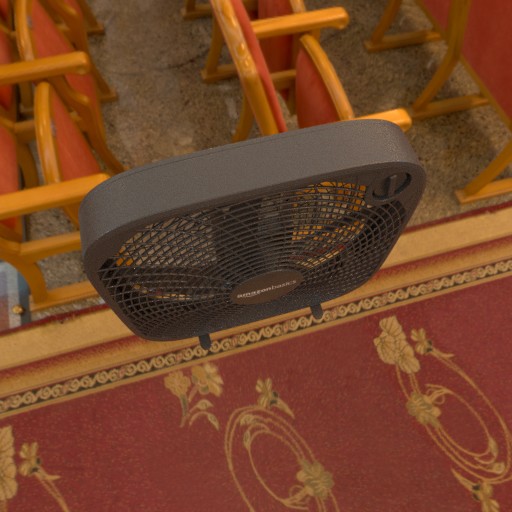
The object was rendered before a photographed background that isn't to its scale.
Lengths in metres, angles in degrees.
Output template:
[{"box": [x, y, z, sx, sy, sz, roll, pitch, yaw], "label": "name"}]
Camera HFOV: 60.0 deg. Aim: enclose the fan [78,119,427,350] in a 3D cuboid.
[{"box": [0.000, 0.000, 0.807, 0.526, 0.533, 0.142, -14, 64, -7], "label": "fan"}]
